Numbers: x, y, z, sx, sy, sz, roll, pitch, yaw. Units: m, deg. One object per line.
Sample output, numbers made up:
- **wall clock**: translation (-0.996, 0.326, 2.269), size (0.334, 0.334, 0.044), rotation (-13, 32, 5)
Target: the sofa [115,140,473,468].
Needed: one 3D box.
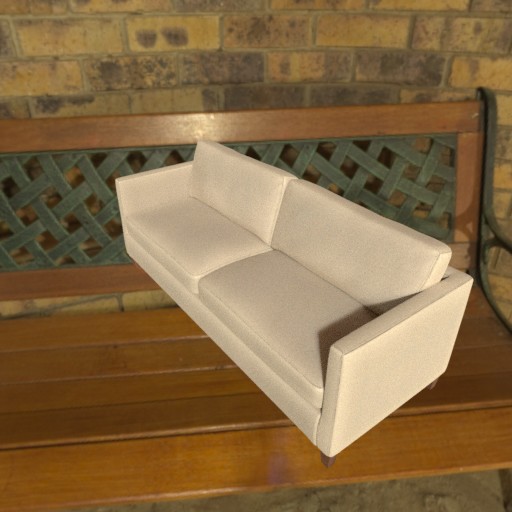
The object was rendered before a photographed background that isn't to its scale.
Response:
- **sofa**: translation (0.000, 0.000, 2.870), size (0.951, 0.968, 2.361), rotation (-21, 37, -31)
